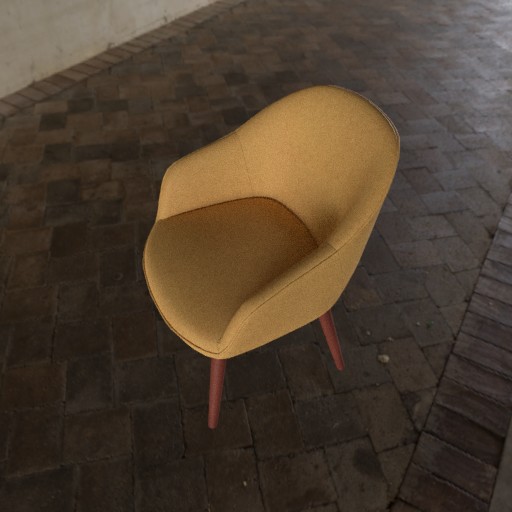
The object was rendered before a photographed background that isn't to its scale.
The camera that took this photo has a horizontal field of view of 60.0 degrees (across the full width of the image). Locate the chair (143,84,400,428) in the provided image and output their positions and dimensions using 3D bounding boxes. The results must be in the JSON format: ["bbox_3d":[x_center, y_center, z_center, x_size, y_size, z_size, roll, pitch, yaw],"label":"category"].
[{"bbox_3d":[0.000,0.000,1.292,0.635,0.823,0.596,-19,49,-17],"label":"chair"}]
